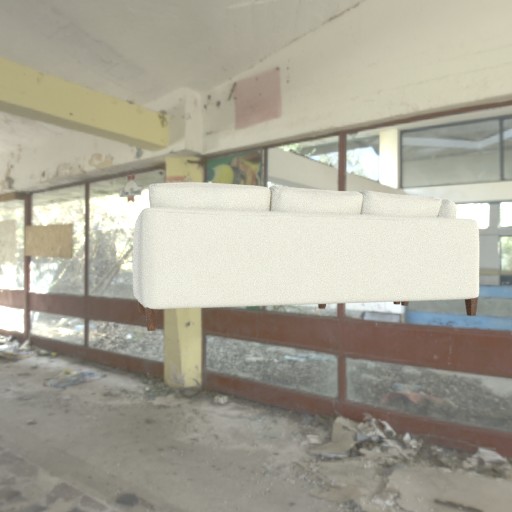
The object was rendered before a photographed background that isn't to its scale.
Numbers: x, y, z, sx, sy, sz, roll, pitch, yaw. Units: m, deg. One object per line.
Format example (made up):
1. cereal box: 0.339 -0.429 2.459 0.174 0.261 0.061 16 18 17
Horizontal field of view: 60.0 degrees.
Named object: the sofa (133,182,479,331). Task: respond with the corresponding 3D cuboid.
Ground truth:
1. sofa: 0.000 0.000 4.664 2.593 0.956 3.459 0 -1 -18
